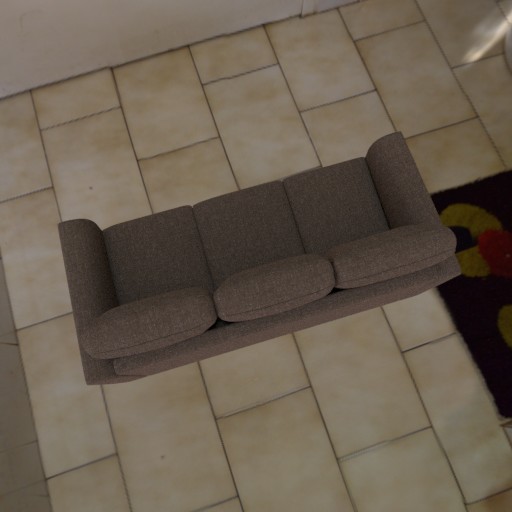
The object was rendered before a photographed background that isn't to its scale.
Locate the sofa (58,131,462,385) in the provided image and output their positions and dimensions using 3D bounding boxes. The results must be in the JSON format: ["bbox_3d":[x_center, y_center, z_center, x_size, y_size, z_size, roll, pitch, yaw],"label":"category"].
[{"bbox_3d":[0.000,0.000,2.348,1.847,0.891,0.837,-16,75,-4],"label":"sofa"}]
